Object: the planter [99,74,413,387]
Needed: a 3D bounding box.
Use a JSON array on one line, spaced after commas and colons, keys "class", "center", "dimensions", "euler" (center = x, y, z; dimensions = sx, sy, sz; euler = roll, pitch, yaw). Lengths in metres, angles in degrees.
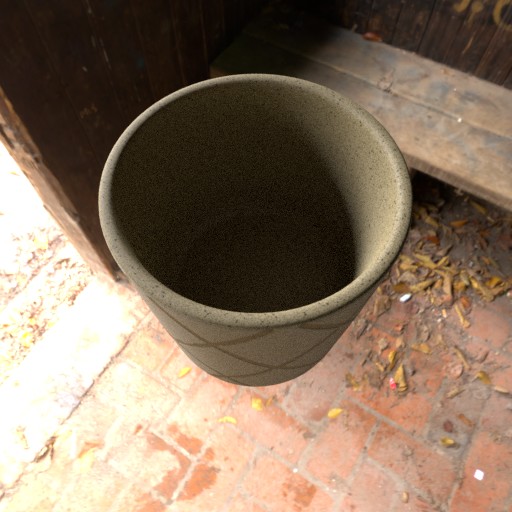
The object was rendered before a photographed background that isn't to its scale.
[{"class": "planter", "center": [0.000, 0.000, 0.426], "dimensions": [0.228, 0.235, 0.228], "euler": [0, 62, 0]}]
